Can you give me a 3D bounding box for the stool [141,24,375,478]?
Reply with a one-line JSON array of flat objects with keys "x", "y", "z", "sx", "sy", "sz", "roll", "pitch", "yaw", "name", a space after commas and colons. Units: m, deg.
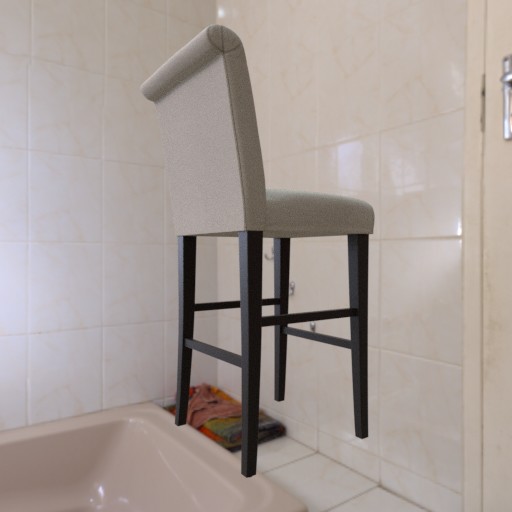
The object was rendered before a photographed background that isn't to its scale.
[{"x": 0.000, "y": 0.000, "z": 1.395, "sx": 0.597, "sy": 1.124, "sz": 0.452, "roll": 0, "pitch": 0, "yaw": -35, "name": "stool"}]
